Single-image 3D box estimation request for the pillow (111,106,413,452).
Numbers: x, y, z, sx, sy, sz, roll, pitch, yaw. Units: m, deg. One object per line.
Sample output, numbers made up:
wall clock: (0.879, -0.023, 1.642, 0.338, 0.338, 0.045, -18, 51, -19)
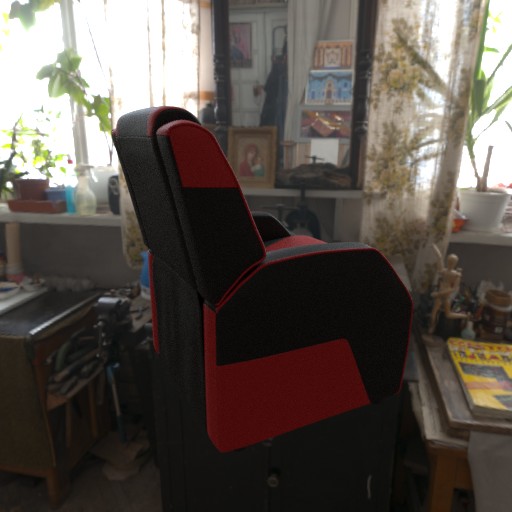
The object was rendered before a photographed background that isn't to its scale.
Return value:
pillow: (0.000, 0.000, 1.295, 0.672, 0.805, 0.620, -8, 17, -26)
